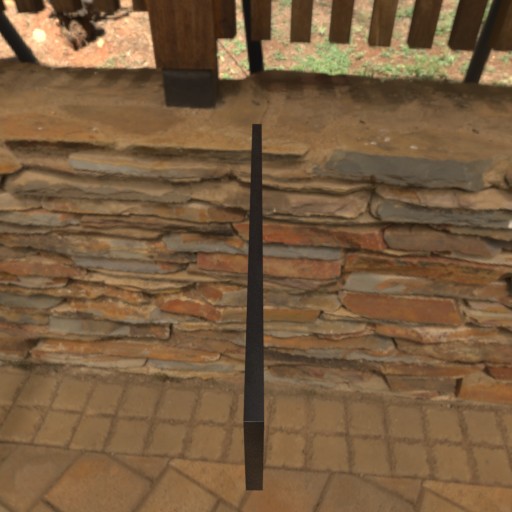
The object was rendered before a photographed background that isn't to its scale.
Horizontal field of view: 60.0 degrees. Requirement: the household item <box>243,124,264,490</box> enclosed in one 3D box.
[{"bbox_3d":[0.000,0.000,1.088,0.030,0.236,1.001,0,41,0],"label":"household item"}]
